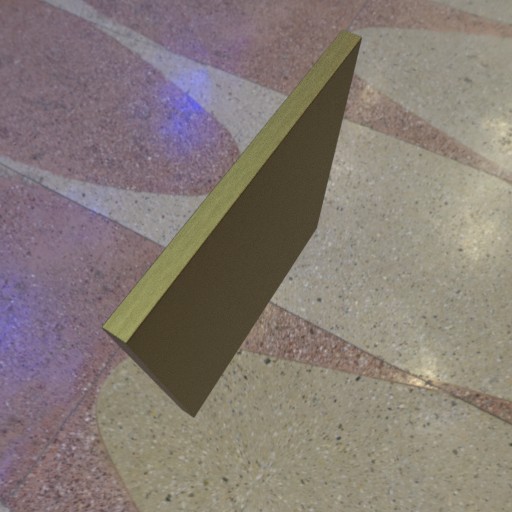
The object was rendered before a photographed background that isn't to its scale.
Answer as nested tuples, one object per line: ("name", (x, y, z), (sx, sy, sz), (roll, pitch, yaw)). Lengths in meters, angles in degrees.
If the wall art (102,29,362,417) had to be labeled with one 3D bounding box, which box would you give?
("wall art", (0.000, 0.000, 0.734), (0.031, 0.506, 0.503), (29, 66, 14))
